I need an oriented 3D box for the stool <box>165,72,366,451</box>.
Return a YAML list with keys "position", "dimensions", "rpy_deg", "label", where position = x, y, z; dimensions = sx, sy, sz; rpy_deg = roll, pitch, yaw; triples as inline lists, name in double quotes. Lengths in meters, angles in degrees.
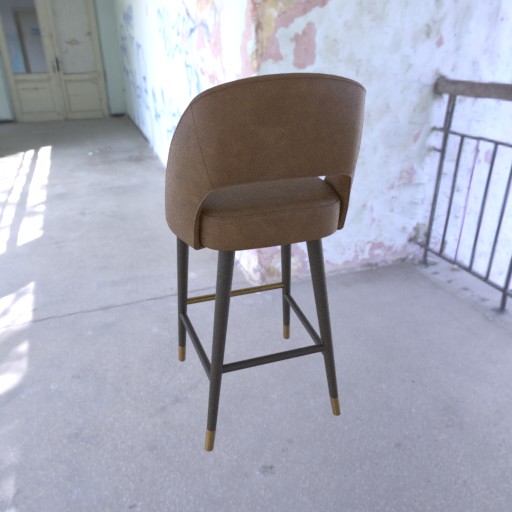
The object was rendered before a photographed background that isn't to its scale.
- position: [0.000, 0.000, 1.315]
  dimensions: [0.494, 1.037, 0.509]
  rpy_deg: [-9, 28, -17]
  label: "stool"
